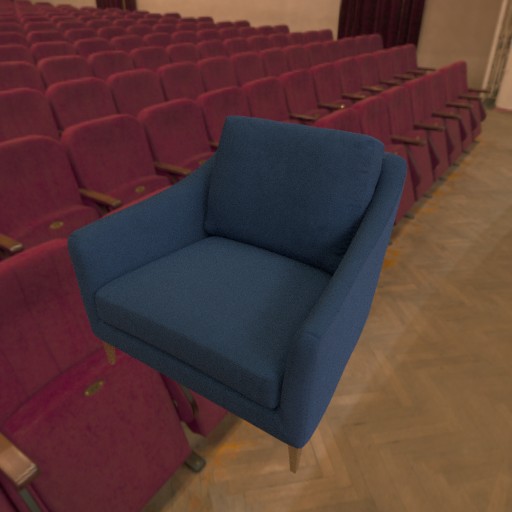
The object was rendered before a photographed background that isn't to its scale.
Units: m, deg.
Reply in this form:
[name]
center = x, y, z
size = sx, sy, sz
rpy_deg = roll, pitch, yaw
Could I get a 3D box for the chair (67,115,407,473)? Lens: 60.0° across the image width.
[chair]
center = 0.000, 0.000, 1.700
size = 0.987, 0.899, 0.961
rpy_deg = 19, 35, 29
